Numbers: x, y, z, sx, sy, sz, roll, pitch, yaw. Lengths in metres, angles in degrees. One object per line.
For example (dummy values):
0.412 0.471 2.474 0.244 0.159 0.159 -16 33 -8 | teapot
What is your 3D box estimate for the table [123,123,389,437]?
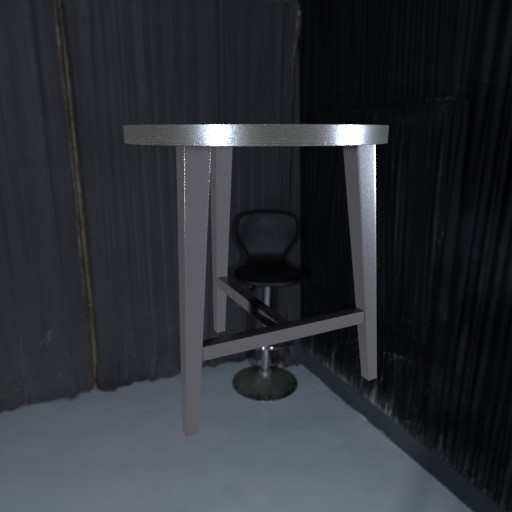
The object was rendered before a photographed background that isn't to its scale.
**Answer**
0.000 0.000 0.940 0.500 0.531 0.500 0 16 0 | table
